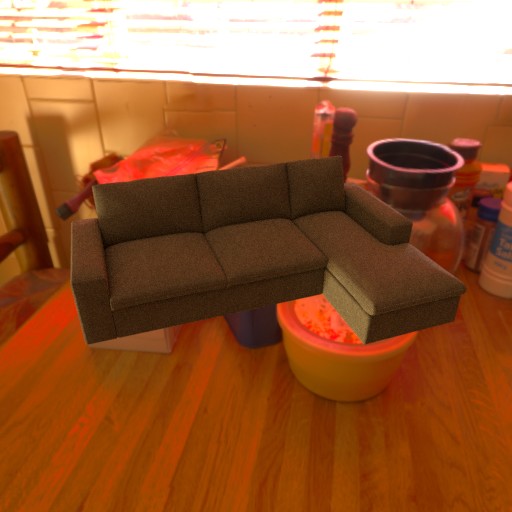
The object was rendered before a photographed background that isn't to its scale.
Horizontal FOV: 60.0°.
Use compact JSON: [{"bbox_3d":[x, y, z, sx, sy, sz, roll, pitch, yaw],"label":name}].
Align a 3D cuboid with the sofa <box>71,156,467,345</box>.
[{"bbox_3d":[0.000,0.000,3.508,2.718,0.940,1.689,-10,32,-17],"label":"sofa"}]
